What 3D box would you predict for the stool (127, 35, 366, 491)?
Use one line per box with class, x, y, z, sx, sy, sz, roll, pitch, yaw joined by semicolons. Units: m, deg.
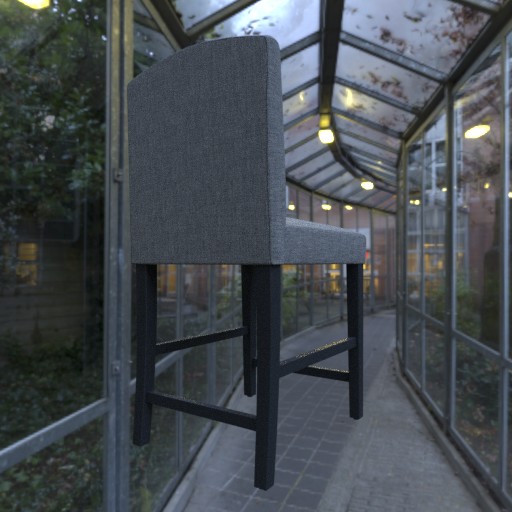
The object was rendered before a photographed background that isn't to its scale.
stool;0.000;0.000;1.237;0.451;0.966;0.552;-1;-1;35
